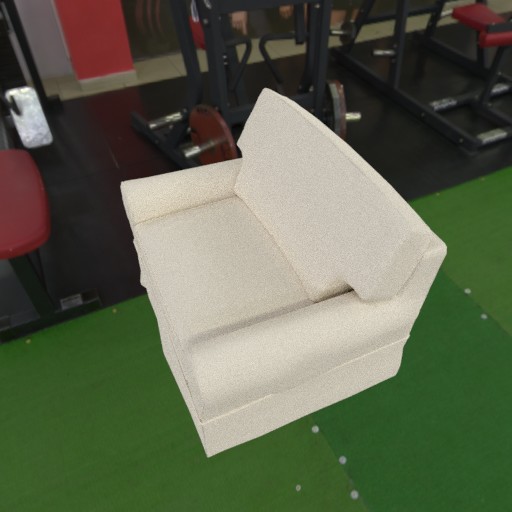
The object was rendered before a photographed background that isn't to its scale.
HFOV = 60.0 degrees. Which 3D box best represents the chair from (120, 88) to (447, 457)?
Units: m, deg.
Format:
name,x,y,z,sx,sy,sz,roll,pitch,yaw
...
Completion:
name,x,y,z,sx,sy,sz,roll,pitch,yaw
chair,0.000,0.000,1.799,0.904,0.958,1.099,-18,49,-16
